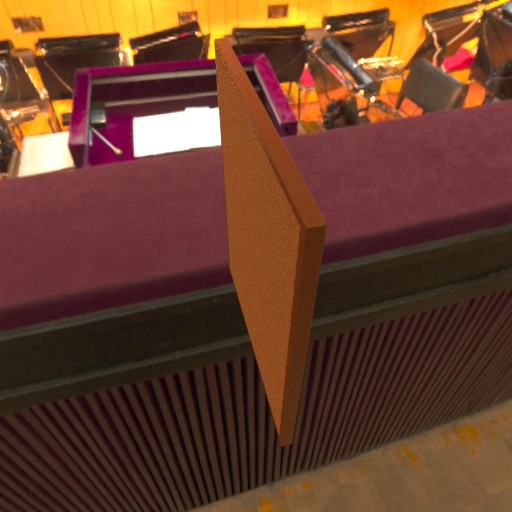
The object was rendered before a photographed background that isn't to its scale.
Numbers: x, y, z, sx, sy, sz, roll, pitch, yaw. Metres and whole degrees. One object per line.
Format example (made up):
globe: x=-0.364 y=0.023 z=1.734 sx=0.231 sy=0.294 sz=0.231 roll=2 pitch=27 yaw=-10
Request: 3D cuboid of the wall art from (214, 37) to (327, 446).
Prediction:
wall art: x=0.000 y=0.000 z=0.522 sx=0.015 sy=0.379 sz=0.310 roll=-11 pitch=48 yaw=-10
